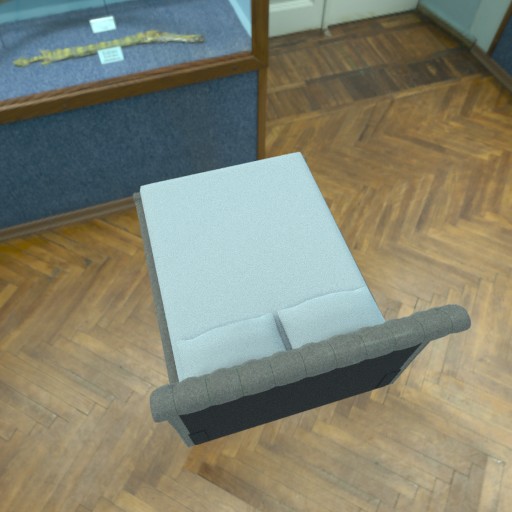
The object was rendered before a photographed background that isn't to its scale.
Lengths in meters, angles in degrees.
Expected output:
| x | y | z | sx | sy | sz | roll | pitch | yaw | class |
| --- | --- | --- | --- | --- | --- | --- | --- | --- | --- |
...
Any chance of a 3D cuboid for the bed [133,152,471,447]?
| x | y | z | sx | sy | sz | roll | pitch | yaw | class |
| --- | --- | --- | --- | --- | --- | --- | --- | --- | --- |
| 0.000 | 0.000 | 3.266 | 1.645 | 1.371 | 2.252 | -14 | 58 | -9 | bed |
